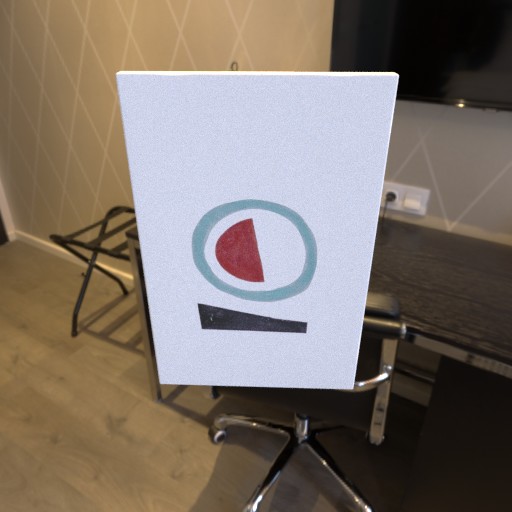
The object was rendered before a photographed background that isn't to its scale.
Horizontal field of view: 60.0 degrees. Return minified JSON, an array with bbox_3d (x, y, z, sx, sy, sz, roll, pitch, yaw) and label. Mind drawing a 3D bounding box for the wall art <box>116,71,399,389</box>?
[{"bbox_3d":[0.000,0.000,1.172,0.602,0.902,0.048,1,29,2],"label":"wall art"}]
